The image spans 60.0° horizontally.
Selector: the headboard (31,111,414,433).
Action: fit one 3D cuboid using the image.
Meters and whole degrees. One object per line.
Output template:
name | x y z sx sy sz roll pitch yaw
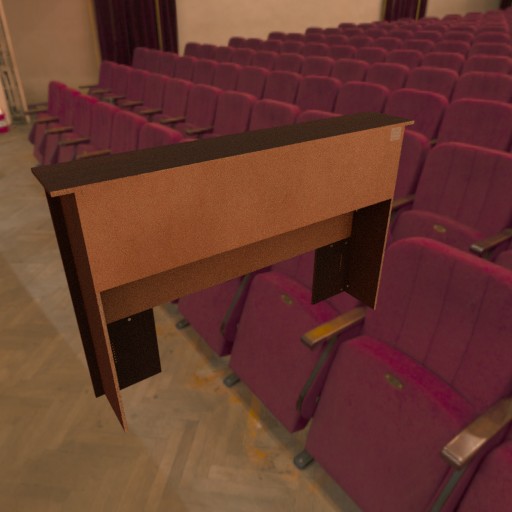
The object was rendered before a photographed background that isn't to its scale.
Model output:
headboard | 0.000 0.000 2.087 1.671 1.092 0.279 -19 34 -30
